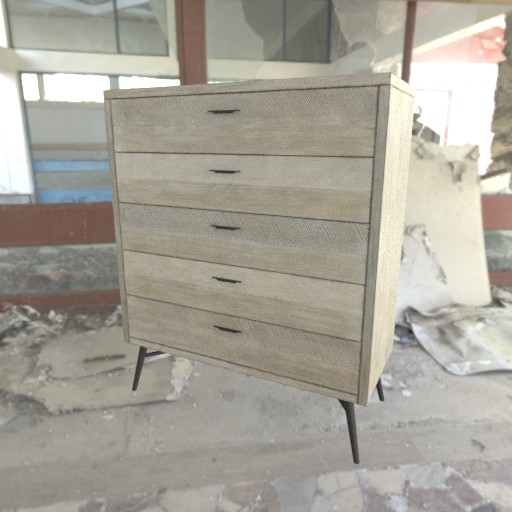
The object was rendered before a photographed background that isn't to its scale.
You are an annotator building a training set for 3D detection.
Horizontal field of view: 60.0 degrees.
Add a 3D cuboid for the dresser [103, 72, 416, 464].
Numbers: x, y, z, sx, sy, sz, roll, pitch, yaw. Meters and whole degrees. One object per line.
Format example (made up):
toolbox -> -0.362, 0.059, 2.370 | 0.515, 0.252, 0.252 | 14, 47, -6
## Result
dresser -> 0.000, 0.000, 1.722 | 1.016, 1.219, 0.457 | 8, 17, 26
